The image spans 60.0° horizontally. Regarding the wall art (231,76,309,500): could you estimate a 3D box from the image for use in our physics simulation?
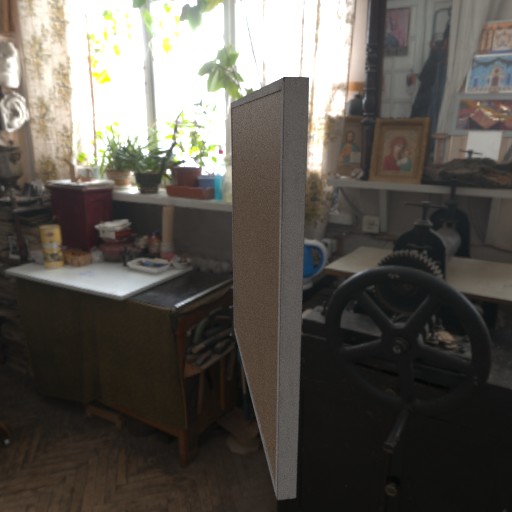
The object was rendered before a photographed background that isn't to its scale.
[{"bbox_3d":[0.000,0.000,1.112,0.038,0.762,0.762,-3,16,-9],"label":"wall art"}]
